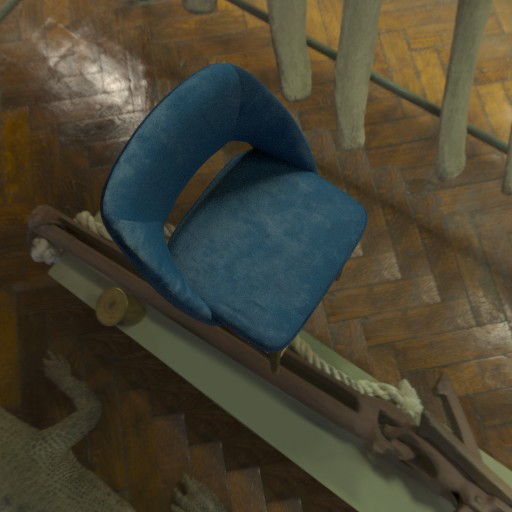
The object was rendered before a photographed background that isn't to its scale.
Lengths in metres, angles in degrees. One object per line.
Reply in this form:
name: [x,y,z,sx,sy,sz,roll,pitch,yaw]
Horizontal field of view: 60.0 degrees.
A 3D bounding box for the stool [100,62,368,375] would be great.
stool: [0.000,0.000,1.286,0.515,1.016,0.514,34,78,8]
